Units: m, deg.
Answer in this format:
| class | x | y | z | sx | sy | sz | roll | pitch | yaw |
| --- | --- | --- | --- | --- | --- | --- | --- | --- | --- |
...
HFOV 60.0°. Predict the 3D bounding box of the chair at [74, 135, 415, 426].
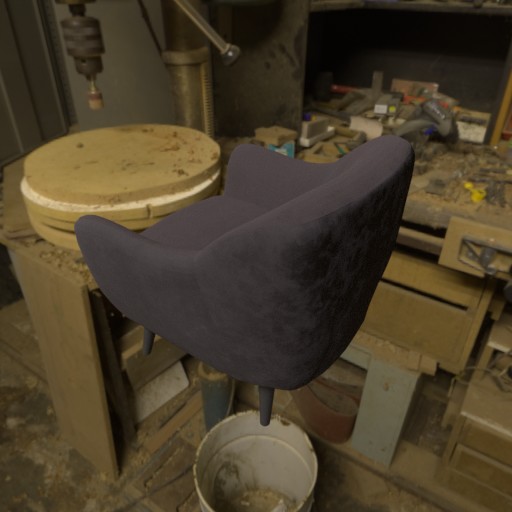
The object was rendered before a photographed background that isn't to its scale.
| class | x | y | z | sx | sy | sz | roll | pitch | yaw |
| --- | --- | --- | --- | --- | --- | --- | --- | --- | --- |
| chair | 0.000 | 0.000 | 1.494 | 0.819 | 0.807 | 0.840 | 21 | 38 | 29 |
